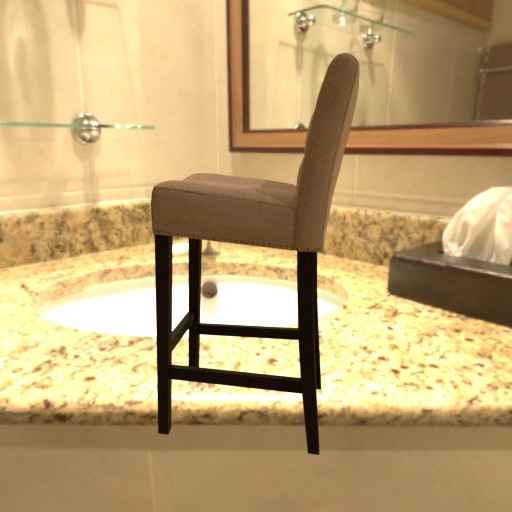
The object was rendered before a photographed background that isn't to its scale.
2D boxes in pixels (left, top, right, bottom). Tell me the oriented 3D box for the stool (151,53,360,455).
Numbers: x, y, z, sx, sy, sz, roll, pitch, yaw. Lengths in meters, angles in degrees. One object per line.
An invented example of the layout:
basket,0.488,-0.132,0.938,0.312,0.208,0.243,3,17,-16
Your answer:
stool,0.000,0.000,1.326,0.548,1.047,0.411,2,15,8
